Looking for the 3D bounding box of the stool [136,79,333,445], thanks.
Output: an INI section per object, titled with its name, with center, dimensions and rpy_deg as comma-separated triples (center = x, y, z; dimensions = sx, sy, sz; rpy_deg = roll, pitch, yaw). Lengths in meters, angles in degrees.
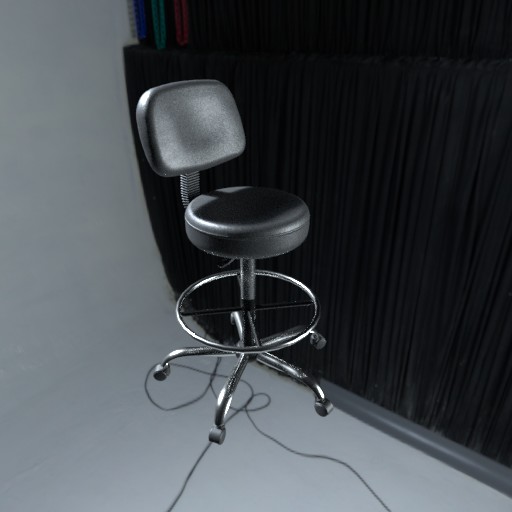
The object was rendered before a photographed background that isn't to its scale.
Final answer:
[stool]
center = 0.000, 0.000, 1.494
dimensions = 0.658, 1.069, 0.694
rpy_deg = 19, 33, 33
